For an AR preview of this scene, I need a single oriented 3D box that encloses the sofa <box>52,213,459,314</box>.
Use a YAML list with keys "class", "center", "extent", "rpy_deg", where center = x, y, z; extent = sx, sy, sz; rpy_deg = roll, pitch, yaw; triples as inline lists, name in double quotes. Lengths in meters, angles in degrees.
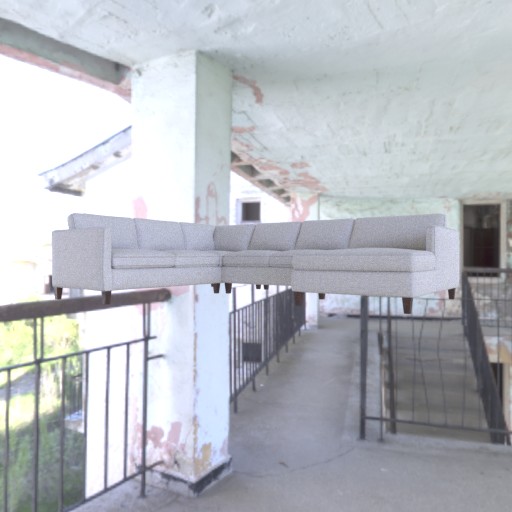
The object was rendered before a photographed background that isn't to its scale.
- class: "sofa"
  center: [0.000, 0.000, 4.543]
  extent: [3.403, 0.889, 2.551]
  rpy_deg: [0, 0, 36]
